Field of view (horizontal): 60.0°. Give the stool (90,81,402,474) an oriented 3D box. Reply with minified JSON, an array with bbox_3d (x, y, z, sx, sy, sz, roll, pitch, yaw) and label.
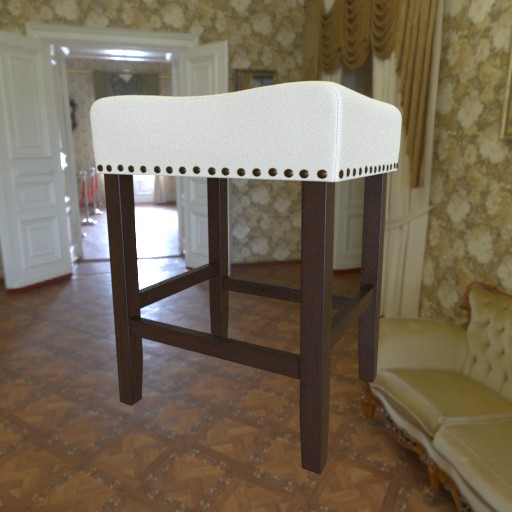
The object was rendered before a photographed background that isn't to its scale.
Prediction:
[{"bbox_3d":[0.000,0.000,0.912,0.471,0.609,0.401,7,15,28],"label":"stool"}]
